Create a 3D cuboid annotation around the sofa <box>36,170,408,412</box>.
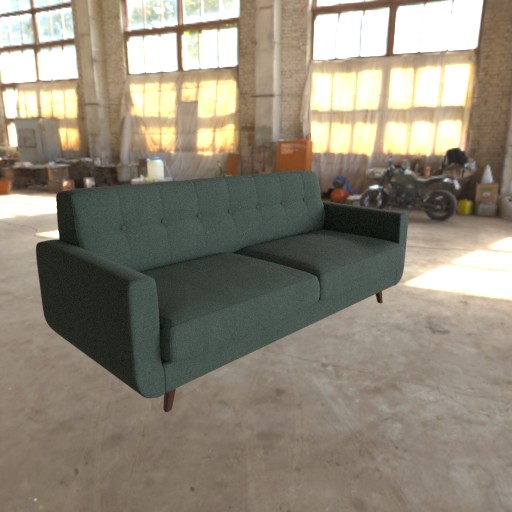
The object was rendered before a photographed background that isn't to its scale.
[{"bbox_3d":[0.000,0.000,2.489,0.909,0.841,2.029,14,21,43],"label":"sofa"}]
